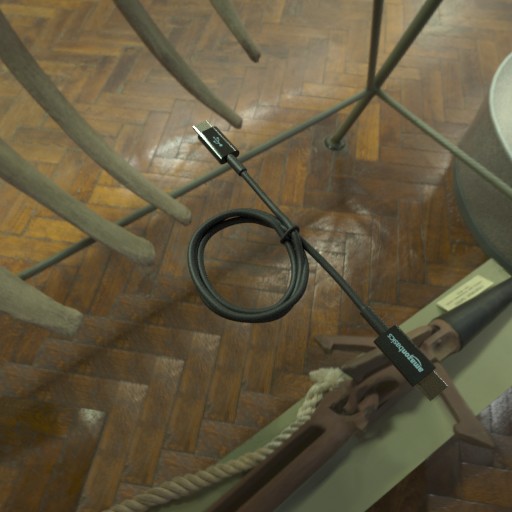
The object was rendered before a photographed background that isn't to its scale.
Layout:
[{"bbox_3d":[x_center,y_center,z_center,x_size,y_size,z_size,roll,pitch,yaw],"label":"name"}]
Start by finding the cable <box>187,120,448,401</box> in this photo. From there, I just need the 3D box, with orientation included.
[{"bbox_3d":[0.000,0.000,0.225,0.070,0.014,0.203,-31,63,-17],"label":"cable"}]
